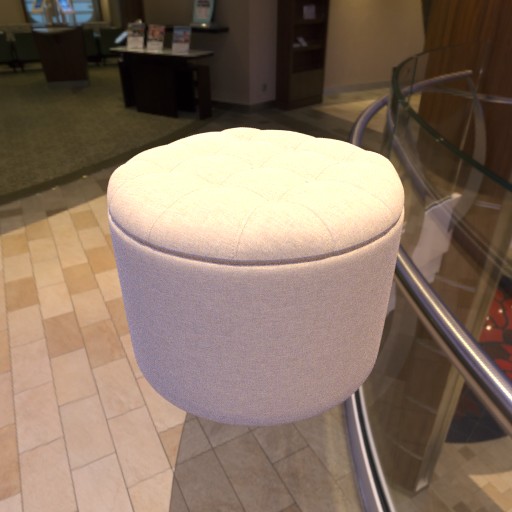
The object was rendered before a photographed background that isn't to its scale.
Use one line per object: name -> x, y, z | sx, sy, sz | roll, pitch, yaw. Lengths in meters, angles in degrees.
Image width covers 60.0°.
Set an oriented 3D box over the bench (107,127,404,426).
bench -> 0.000, 0.000, 1.004 | 0.600, 0.454, 0.600 | 0, 31, 0
